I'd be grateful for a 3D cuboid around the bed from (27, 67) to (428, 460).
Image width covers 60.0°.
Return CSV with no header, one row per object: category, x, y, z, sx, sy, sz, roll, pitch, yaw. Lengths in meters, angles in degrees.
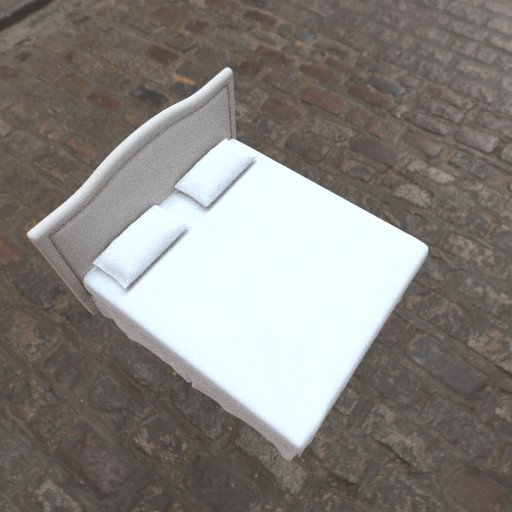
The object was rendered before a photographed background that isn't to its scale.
bed,0.000,0.000,3.463,2.182,1.421,2.083,33,65,18
